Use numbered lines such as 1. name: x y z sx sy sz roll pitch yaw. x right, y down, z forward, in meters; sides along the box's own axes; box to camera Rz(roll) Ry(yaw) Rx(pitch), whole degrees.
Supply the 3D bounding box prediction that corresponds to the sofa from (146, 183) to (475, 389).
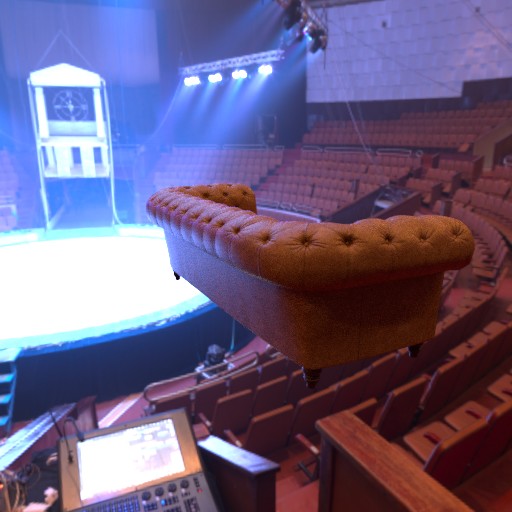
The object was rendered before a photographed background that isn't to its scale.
1. sofa: 0.000 0.000 2.801 0.989 0.760 2.365 -7 16 -27
